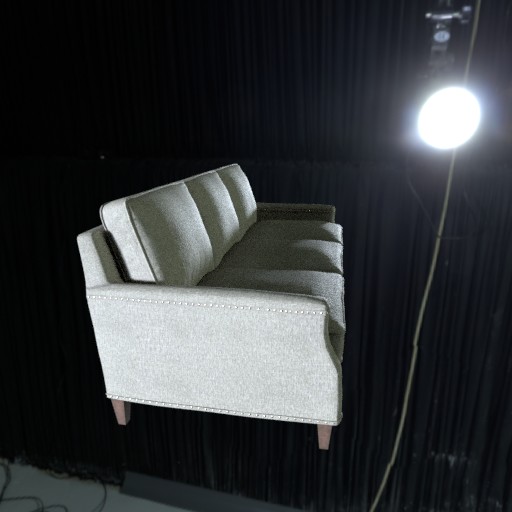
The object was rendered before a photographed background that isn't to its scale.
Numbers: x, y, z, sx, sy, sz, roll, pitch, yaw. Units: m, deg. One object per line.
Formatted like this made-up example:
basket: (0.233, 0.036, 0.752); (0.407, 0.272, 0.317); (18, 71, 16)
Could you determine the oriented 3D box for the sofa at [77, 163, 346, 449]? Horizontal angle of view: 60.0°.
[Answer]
sofa: (0.000, 0.000, 2.773); (1.084, 1.003, 2.246); (3, 16, 10)
